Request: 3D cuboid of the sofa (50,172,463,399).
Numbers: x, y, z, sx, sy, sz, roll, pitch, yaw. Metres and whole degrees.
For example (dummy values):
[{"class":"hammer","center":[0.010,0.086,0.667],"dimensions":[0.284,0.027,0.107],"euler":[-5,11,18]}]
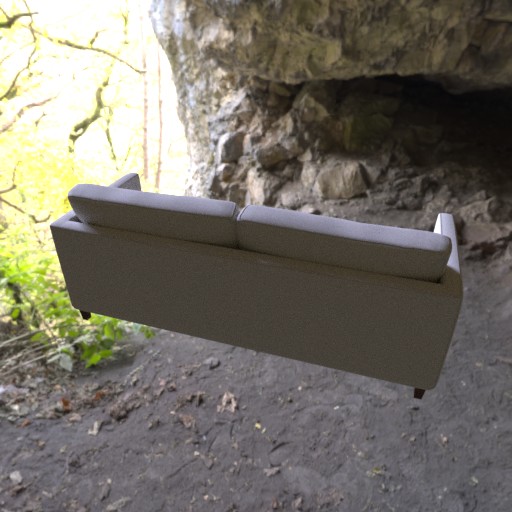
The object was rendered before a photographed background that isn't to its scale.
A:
[{"class":"sofa","center":[0.000,0.000,2.882],"dimensions":[2.361,0.962,0.951],"euler":[10,33,15]}]
